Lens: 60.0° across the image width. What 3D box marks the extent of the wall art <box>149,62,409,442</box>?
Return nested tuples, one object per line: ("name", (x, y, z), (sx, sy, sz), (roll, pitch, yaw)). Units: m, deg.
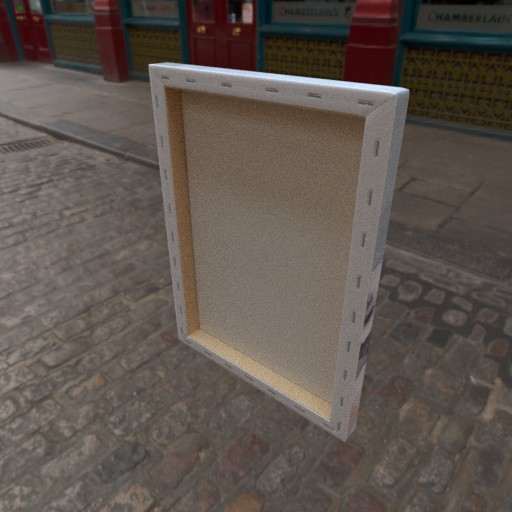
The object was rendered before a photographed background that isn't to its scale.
("wall art", (0.000, 0.000, 0.801), (0.455, 0.613, 0.037), (22, 36, 34))
